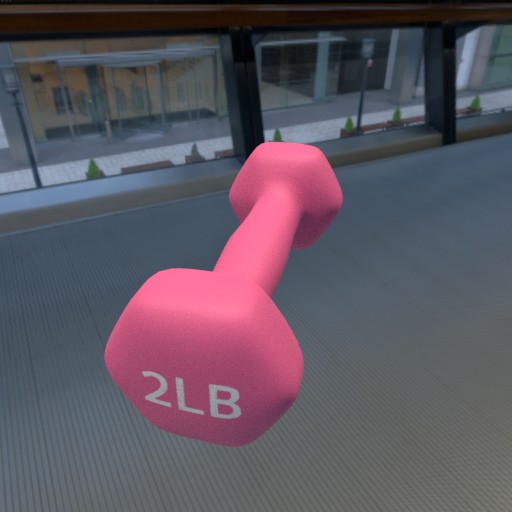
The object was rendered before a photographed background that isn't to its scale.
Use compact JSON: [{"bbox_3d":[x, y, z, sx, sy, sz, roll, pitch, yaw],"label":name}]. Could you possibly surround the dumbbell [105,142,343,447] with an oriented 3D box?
[{"bbox_3d":[0.000,0.000,0.176,0.058,0.053,0.146,8,33,13],"label":"dumbbell"}]
